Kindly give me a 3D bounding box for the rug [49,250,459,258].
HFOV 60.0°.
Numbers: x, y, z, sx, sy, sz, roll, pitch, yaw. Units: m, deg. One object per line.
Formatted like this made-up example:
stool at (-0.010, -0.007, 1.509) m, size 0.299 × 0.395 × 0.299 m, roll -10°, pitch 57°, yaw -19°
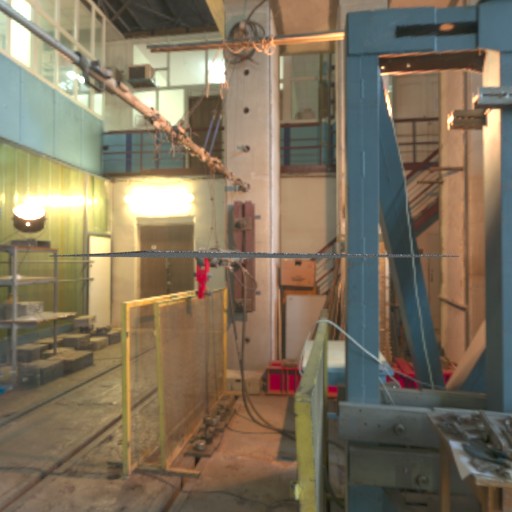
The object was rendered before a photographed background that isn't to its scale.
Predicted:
rug at (0.000, 0.000, 5.433) m, size 4.093 × 0.020 × 2.997 m, roll 1°, pitch -1°, yaw -37°
